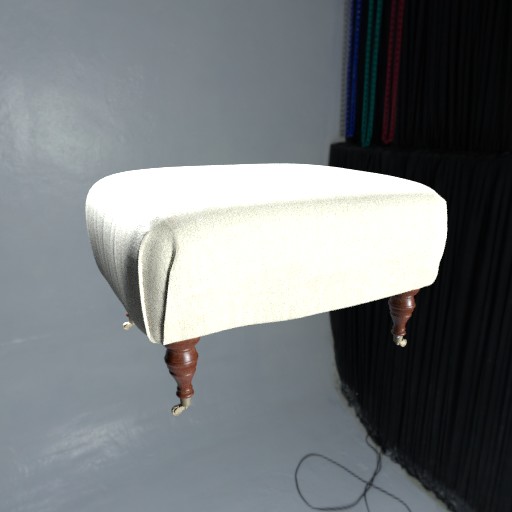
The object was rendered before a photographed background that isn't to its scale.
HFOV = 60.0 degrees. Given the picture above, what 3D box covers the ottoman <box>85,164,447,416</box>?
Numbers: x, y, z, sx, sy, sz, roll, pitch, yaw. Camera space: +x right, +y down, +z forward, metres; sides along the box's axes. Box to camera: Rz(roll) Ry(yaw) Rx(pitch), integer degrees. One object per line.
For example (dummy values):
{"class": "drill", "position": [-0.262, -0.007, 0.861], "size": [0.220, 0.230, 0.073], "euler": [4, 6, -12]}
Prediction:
{"class": "ottoman", "position": [0.000, 0.000, 1.129], "size": [0.747, 0.450, 0.622], "euler": [-8, 18, -27]}
